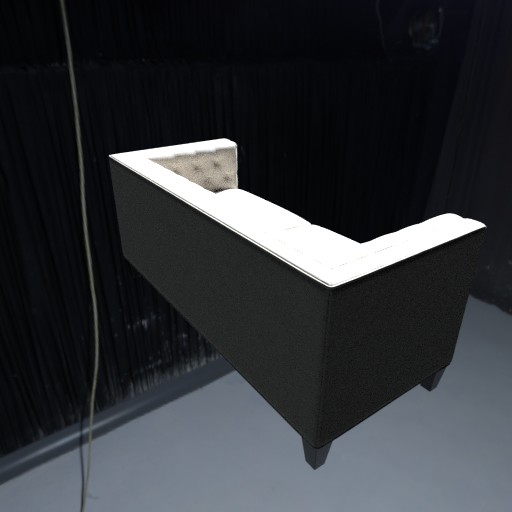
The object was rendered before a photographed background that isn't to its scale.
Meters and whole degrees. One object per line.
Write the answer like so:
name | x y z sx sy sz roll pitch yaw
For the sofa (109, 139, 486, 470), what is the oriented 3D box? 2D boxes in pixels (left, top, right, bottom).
sofa | 0.000 0.000 2.192 0.775 0.762 1.778 -18 32 -31
